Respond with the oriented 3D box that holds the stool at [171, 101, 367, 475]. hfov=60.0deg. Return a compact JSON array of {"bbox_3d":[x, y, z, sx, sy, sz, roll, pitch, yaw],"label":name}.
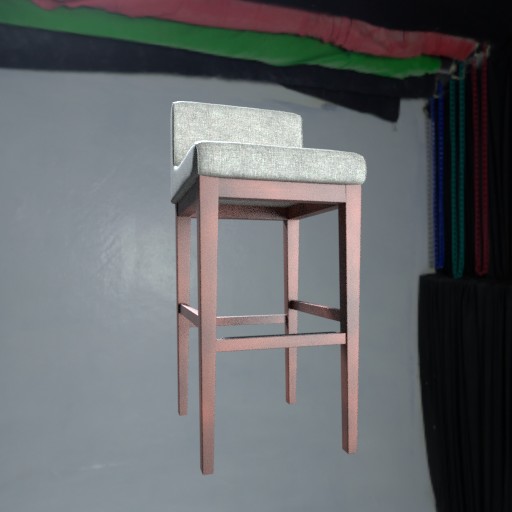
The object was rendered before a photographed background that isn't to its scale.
[{"bbox_3d":[0.000,0.000,1.240,0.426,0.965,0.499,0,-1,-17],"label":"stool"}]
